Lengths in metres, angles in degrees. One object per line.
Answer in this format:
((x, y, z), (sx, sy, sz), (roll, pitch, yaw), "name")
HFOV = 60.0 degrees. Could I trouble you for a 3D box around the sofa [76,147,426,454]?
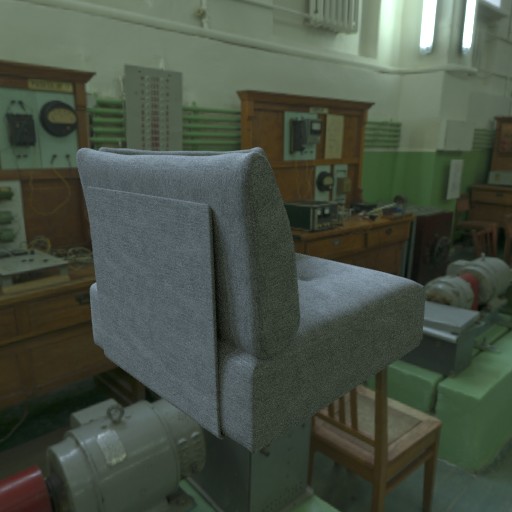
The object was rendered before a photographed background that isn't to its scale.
((0.000, 0.000, 1.724), (1.000, 0.820, 1.000), (-13, 19, -43), "sofa")
